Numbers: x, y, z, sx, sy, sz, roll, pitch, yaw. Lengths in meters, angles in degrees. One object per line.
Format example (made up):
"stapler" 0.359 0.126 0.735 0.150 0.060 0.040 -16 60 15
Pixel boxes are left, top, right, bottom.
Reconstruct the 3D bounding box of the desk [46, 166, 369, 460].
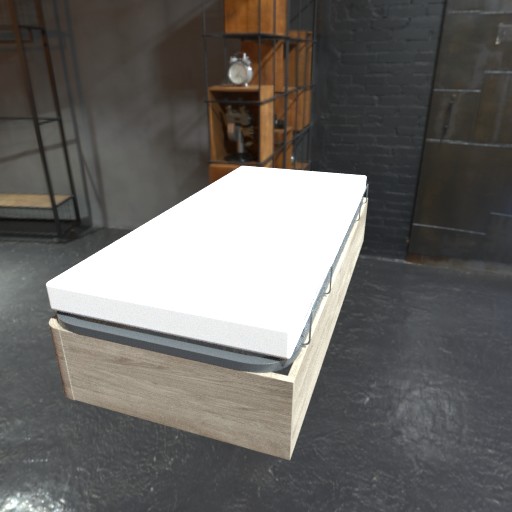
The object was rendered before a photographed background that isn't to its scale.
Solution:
"desk" 0.000 0.000 2.227 0.900 0.455 1.900 8 25 17
